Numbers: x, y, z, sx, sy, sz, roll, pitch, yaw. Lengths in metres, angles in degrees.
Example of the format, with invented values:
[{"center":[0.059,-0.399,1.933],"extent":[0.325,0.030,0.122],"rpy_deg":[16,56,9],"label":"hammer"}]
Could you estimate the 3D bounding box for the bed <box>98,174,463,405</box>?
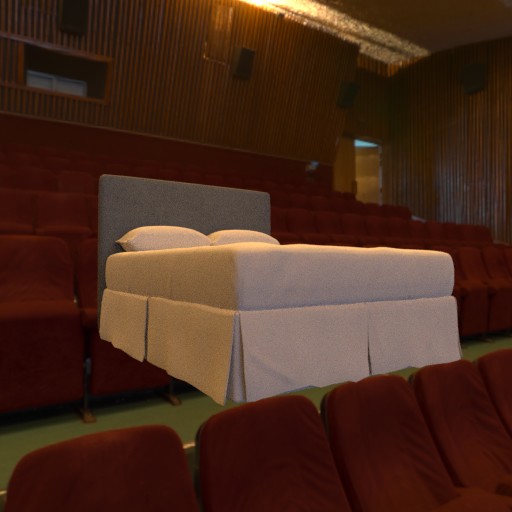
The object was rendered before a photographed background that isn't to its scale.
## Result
[{"center":[0.000,0.000,3.132],"extent":[1.713,1.330,2.142],"rpy_deg":[1,-1,-34],"label":"bed"}]
